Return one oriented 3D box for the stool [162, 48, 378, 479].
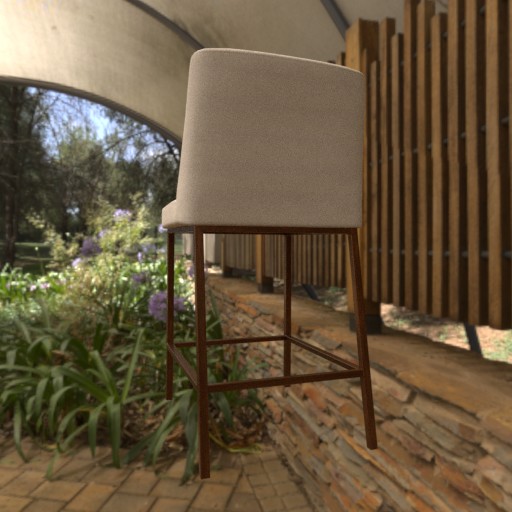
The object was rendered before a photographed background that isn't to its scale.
[{"bbox_3d":[0.000,0.000,1.313,0.507,0.973,0.576,0,1,-19],"label":"stool"}]
